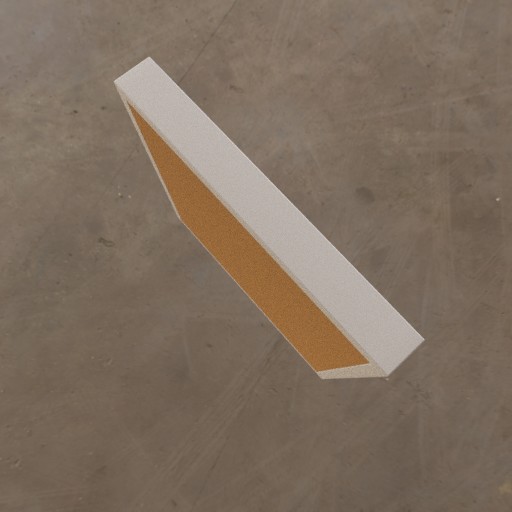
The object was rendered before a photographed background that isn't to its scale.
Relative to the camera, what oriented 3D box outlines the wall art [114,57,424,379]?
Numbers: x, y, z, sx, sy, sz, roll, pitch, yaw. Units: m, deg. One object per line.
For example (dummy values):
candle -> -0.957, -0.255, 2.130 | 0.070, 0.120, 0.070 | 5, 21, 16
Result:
wall art -> 0.000, 0.000, 0.475 | 0.037, 0.305, 0.305 | -40, 78, -10
